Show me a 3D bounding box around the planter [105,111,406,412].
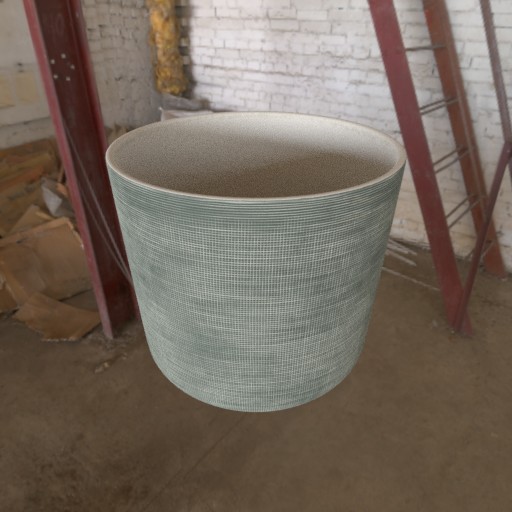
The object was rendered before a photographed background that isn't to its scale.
[{"bbox_3d":[0.000,0.000,0.774,0.440,0.398,0.440,0,30,0],"label":"planter"}]
